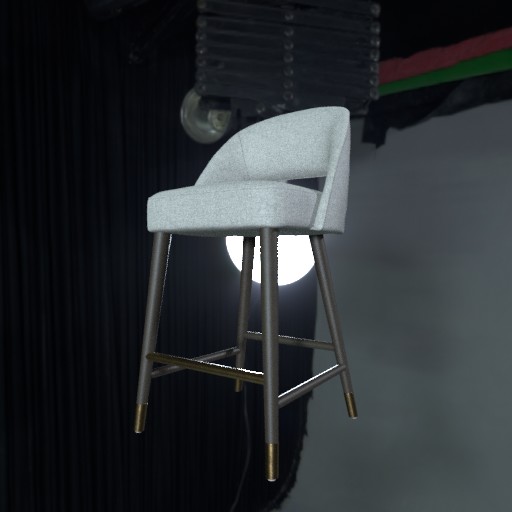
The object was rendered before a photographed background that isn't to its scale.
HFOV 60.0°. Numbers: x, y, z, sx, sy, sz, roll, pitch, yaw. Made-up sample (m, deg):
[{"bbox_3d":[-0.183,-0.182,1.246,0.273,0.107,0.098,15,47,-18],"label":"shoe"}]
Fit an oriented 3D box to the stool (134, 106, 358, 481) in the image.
[{"bbox_3d":[0.000,0.000,1.257,0.494,0.940,0.509,0,1,36],"label":"stool"}]
